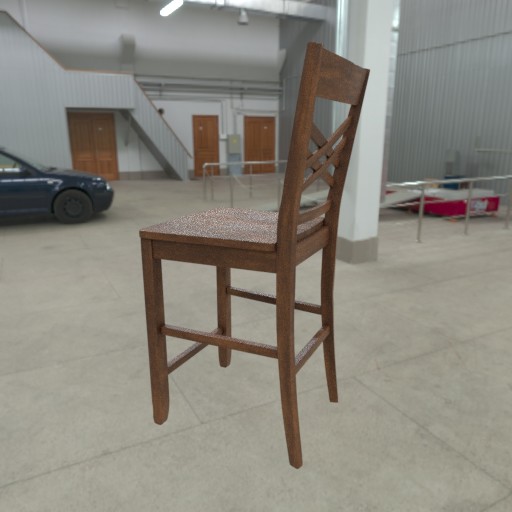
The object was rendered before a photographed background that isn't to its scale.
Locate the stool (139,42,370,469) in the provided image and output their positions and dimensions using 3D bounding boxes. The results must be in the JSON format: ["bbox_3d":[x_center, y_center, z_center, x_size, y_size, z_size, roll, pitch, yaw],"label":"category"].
[{"bbox_3d":[0.000,0.000,1.344,0.539,1.079,0.462,8,17,26],"label":"stool"}]
